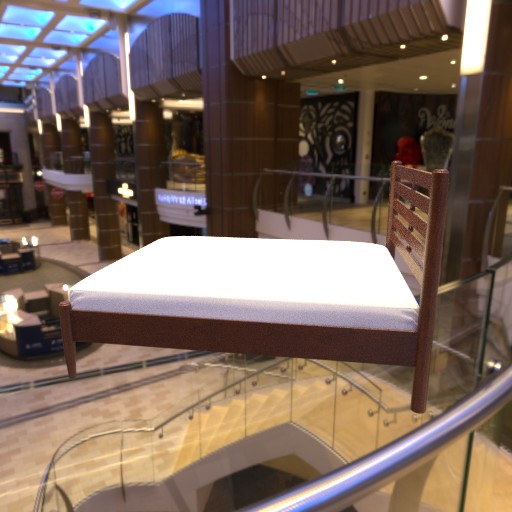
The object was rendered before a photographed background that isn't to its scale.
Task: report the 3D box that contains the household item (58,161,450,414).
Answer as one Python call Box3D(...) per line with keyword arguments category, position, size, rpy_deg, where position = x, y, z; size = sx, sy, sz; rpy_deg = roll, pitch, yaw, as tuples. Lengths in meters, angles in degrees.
Box3D(category="household item", position=(0.000, 0.000, 3.316), size=(2.232, 1.356, 1.663), rpy_deg=(2, 14, 9))
